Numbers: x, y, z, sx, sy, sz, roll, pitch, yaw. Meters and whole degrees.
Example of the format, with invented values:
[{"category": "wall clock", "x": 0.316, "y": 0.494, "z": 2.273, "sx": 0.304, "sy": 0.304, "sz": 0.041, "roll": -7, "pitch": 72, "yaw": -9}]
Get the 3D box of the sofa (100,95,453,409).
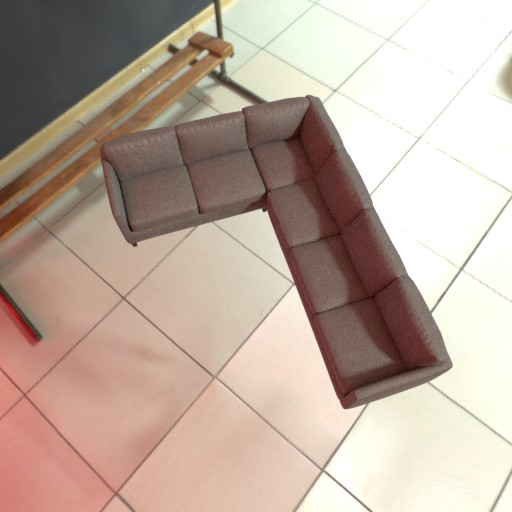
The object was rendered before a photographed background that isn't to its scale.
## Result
[{"category": "sofa", "x": 0.000, "y": 0.000, "z": 4.499, "sx": 2.593, "sy": 0.947, "sz": 3.302, "roll": -16, "pitch": 65, "yaw": -8}]
